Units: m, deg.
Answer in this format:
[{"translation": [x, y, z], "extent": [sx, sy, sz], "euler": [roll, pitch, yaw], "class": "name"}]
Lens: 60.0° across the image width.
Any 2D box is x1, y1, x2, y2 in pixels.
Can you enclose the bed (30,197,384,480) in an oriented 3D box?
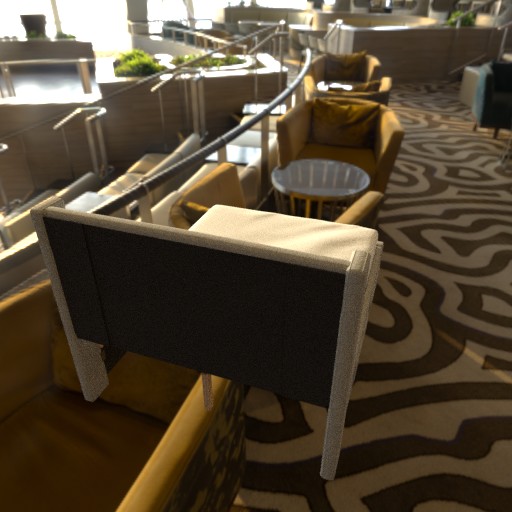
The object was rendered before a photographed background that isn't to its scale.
[{"translation": [0.000, 0.000, 3.369], "extent": [1.774, 1.491, 2.222], "euler": [11, 33, 17], "class": "bed"}]
